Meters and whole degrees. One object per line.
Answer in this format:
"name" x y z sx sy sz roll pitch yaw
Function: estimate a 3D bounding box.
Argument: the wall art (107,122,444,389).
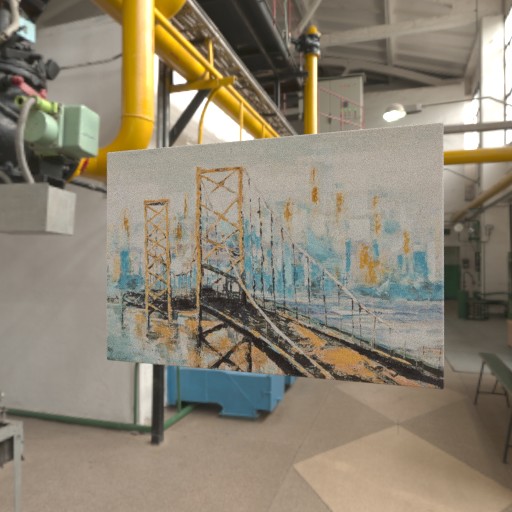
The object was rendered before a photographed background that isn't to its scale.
"wall art" 0.000 0.000 1.171 0.913 0.609 0.038 0 0 19
